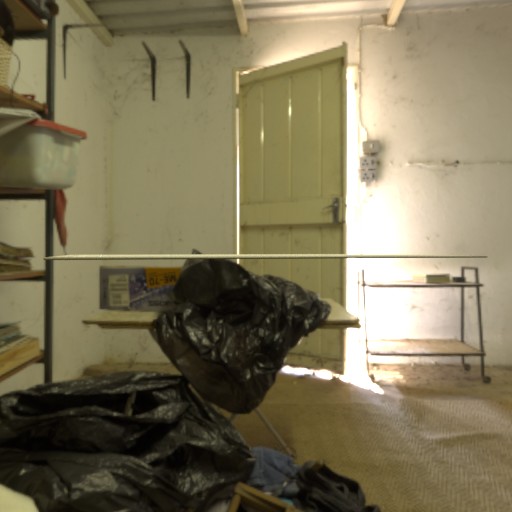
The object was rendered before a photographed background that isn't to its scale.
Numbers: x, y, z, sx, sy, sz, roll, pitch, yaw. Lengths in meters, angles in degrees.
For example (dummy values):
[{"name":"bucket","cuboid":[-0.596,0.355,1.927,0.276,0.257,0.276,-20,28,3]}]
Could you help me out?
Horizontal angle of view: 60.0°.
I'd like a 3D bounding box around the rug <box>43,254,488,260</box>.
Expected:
[{"name":"rug","cuboid":[0.000,0.000,3.005,2.438,0.012,1.524,0,1,-19]}]
